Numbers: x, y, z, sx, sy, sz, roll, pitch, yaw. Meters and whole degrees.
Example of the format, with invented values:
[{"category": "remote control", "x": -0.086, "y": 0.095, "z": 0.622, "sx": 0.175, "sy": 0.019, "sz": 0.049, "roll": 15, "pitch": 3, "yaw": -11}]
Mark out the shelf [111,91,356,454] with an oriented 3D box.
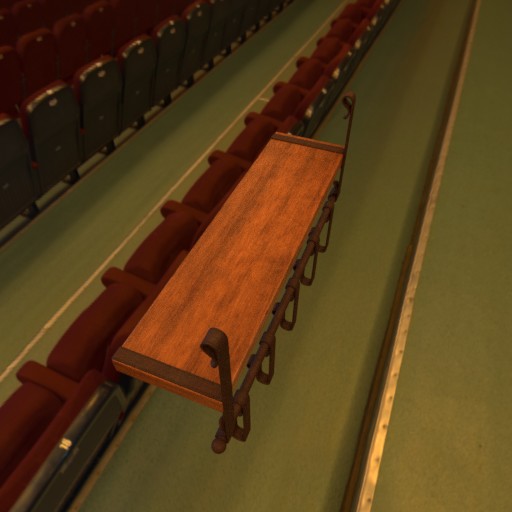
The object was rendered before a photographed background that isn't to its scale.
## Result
[{"category": "shelf", "x": 0.000, "y": 0.000, "z": 0.702, "sx": 0.146, "sy": 0.330, "sz": 0.567, "roll": 16, "pitch": 48, "yaw": 15}]
